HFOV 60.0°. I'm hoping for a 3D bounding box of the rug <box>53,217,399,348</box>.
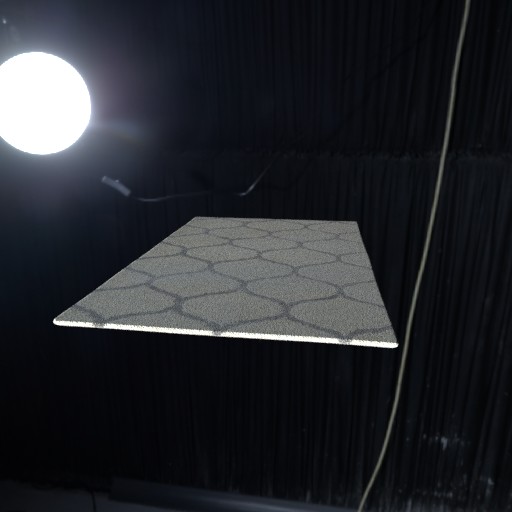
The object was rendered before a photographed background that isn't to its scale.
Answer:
[{"bbox_3d":[0.000,0.000,2.982,1.501,0.024,2.348,2,17,8],"label":"rug"}]
